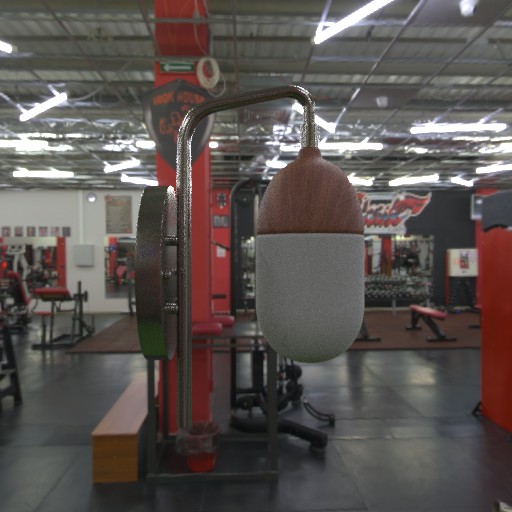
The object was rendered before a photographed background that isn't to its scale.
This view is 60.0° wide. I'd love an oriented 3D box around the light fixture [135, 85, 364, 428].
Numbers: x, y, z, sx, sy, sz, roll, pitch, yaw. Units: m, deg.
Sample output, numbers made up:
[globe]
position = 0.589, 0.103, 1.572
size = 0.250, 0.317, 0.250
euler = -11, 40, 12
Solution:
[light fixture]
position = 0.000, 0.000, 0.448
size = 0.216, 0.343, 0.108
euler = 0, 0, 0
